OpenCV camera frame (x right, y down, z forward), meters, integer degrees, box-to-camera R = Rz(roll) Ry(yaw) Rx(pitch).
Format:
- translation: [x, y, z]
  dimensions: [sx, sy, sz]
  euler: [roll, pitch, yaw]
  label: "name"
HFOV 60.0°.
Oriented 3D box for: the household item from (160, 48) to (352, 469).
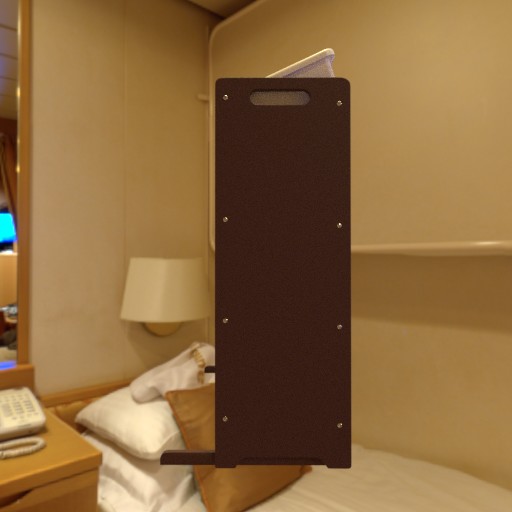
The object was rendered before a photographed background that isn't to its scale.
- translation: [0.000, 0.000, 1.287]
  dimensions: [0.389, 0.864, 0.787]
  euler: [0, -1, 0]
  label: "household item"
